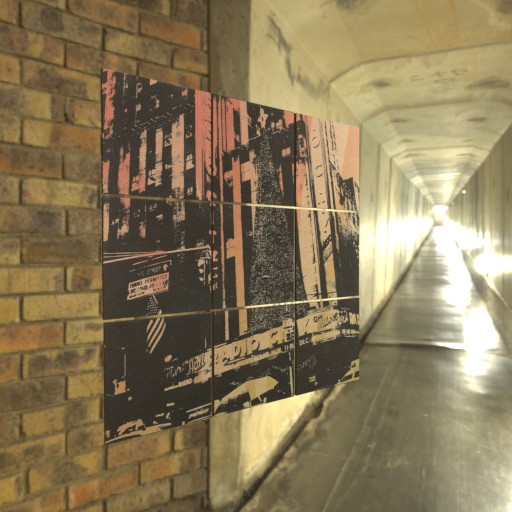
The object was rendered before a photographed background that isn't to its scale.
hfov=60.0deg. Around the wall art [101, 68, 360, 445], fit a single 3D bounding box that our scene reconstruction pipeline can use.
[{"bbox_3d":[0.000,0.000,1.348,0.919,0.917,0.010,-1,1,-36],"label":"wall art"}]
